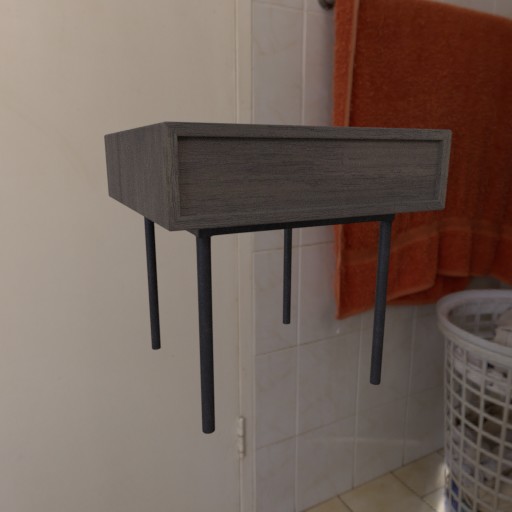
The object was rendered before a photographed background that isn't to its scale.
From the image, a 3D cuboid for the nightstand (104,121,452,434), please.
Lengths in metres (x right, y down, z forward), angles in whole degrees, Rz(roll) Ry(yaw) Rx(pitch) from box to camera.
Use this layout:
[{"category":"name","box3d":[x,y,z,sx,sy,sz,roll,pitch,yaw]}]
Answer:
[{"category":"nightstand","box3d":[0.000,0.000,0.925,0.502,0.497,0.503,-6,15,-26]}]
